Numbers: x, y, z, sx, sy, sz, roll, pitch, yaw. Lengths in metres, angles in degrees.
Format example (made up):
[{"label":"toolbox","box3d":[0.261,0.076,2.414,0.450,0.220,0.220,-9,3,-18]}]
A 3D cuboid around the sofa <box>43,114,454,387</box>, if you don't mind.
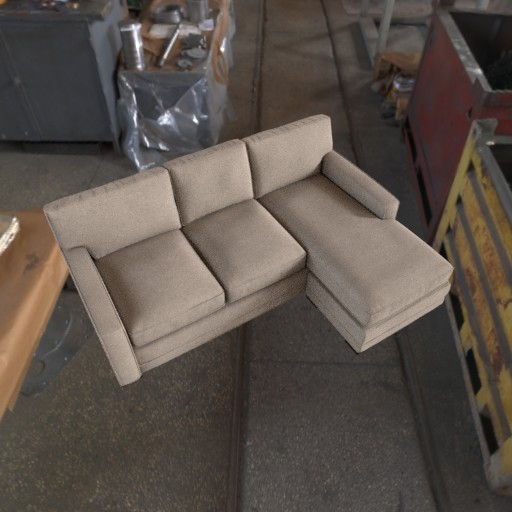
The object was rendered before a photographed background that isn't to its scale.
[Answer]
[{"label":"sofa","box3d":[0.000,0.000,2.809,2.087,0.861,1.496,-24,51,-21]}]
